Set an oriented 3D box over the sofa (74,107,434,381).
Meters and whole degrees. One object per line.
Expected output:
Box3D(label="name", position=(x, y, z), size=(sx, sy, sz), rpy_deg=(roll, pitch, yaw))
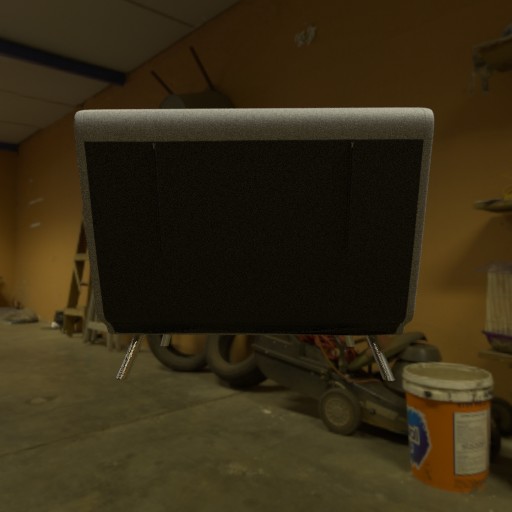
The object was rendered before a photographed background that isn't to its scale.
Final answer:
Box3D(label="sofa", position=(0.000, 0.000, 1.689), size=(1.020, 0.825, 1.000), rpy_deg=(0, -2, 1))
